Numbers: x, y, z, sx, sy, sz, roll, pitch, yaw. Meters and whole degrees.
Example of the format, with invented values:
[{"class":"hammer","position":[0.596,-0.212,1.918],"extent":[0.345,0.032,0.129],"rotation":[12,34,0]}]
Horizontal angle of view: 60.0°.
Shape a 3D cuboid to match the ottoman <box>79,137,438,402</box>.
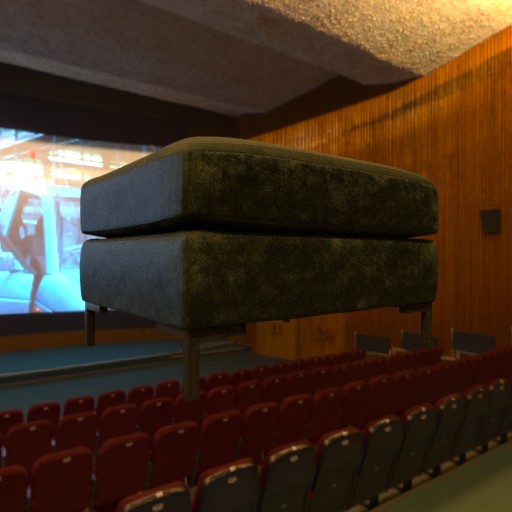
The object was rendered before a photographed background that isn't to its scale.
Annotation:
[{"class":"ottoman","position":[0.000,0.000,1.317],"extent":[0.839,0.538,0.701],"rotation":[0,0,-37]}]
